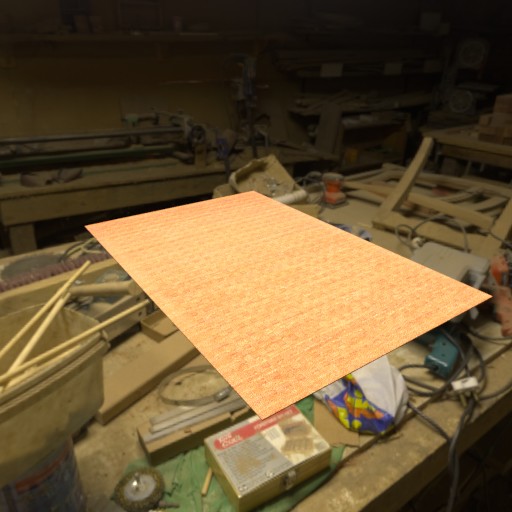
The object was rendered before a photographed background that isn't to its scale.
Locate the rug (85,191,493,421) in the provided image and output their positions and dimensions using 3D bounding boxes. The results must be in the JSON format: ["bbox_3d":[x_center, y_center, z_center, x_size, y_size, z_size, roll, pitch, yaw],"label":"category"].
[{"bbox_3d":[0.000,0.000,2.849,1.524,0.006,2.285,-17,30,-31],"label":"rug"}]
